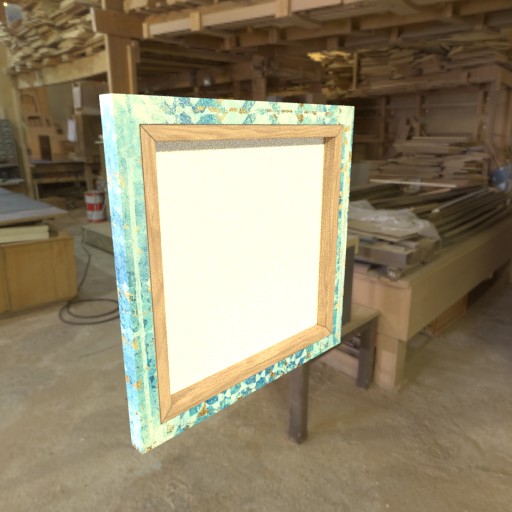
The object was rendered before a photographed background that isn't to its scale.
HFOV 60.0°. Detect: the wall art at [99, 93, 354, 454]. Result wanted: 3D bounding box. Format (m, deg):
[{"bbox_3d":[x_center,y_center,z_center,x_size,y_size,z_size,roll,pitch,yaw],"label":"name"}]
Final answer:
[{"bbox_3d":[0.000,0.000,0.926,0.609,0.609,0.040,-15,22,-42],"label":"wall art"}]
